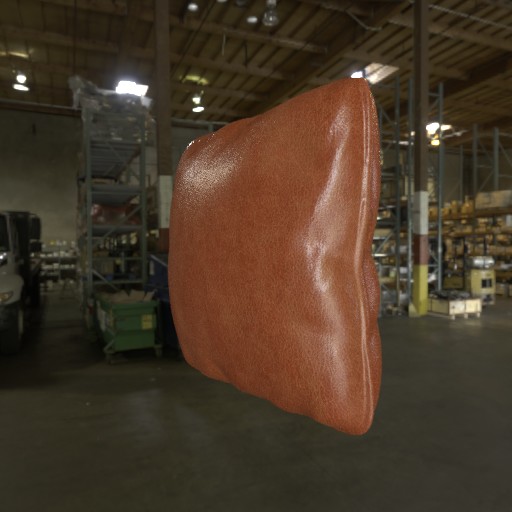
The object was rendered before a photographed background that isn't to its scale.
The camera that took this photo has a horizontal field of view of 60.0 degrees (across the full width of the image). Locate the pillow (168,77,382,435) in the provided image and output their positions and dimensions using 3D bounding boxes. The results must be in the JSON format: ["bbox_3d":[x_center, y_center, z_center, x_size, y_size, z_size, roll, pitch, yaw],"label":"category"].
[{"bbox_3d":[0.000,0.000,0.816,0.236,0.523,0.532,-1,1,-36],"label":"pillow"}]
